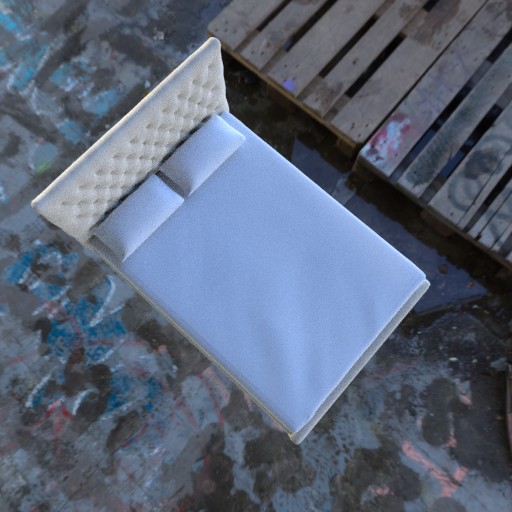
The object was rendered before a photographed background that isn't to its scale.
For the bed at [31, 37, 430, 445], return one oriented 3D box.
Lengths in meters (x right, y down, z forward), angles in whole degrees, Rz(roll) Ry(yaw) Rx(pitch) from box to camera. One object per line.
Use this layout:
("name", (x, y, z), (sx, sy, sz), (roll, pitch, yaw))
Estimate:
("bed", (0.000, 0.000, 3.427), (2.387, 1.427, 1.698), (41, 80, 9))
